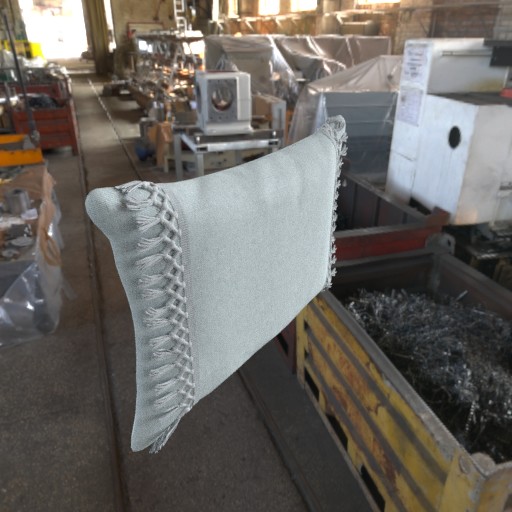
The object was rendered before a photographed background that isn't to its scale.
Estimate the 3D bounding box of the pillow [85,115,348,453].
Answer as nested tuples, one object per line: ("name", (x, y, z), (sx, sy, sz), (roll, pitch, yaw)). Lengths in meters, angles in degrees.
("pillow", (0.000, 0.000, 0.587), (0.084, 0.305, 0.466), (18, 32, 31))
